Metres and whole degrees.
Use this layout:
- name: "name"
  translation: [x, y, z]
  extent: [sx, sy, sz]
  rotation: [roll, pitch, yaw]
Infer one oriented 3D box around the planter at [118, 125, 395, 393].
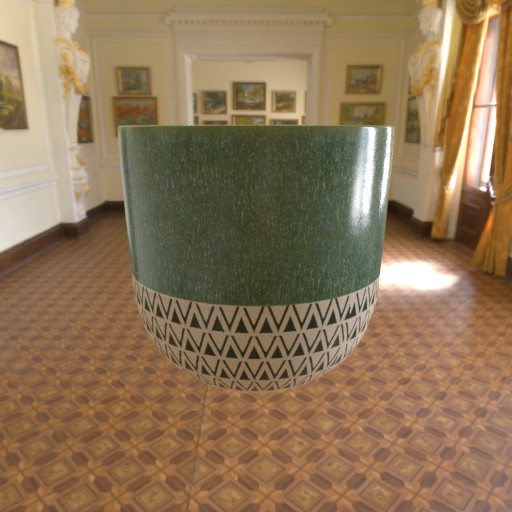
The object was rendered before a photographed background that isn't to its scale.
- name: "planter"
  translation: [0.000, 0.000, 0.480]
  extent: [0.266, 0.270, 0.266]
  rotation: [0, 16, 0]
